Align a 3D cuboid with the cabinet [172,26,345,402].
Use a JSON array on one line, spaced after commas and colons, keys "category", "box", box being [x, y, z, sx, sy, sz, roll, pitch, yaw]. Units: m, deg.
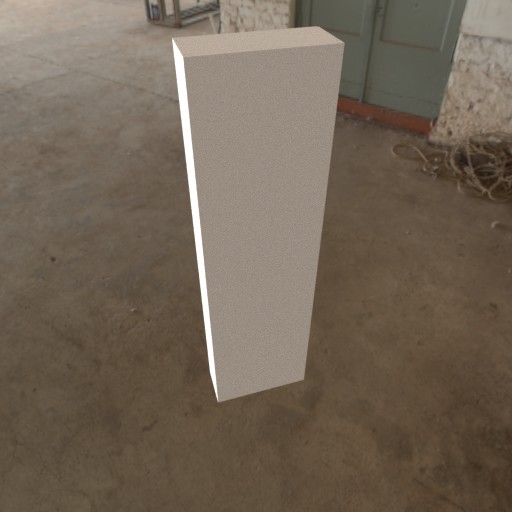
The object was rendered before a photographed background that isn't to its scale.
[{"category": "cabinet", "box": [0.000, 0.000, 1.974, 0.500, 1.790, 0.230, -11, 42, -13]}]
